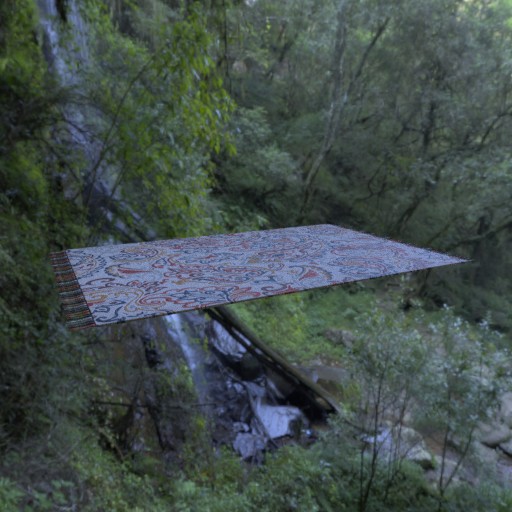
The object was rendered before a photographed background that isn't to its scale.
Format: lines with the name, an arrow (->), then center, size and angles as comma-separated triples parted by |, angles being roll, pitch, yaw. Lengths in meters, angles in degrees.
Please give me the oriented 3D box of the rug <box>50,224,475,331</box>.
rug -> 0.000, 0.000, 2.407 | 1.997, 0.010, 1.218 | -7, 16, -26
